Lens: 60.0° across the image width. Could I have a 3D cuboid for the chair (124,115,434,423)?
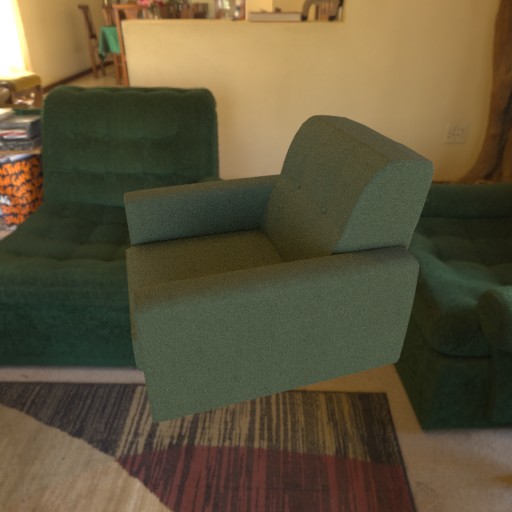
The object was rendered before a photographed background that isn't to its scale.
[{"bbox_3d":[0.000,0.000,1.593,0.909,0.841,0.831,-8,31,-14],"label":"chair"}]
